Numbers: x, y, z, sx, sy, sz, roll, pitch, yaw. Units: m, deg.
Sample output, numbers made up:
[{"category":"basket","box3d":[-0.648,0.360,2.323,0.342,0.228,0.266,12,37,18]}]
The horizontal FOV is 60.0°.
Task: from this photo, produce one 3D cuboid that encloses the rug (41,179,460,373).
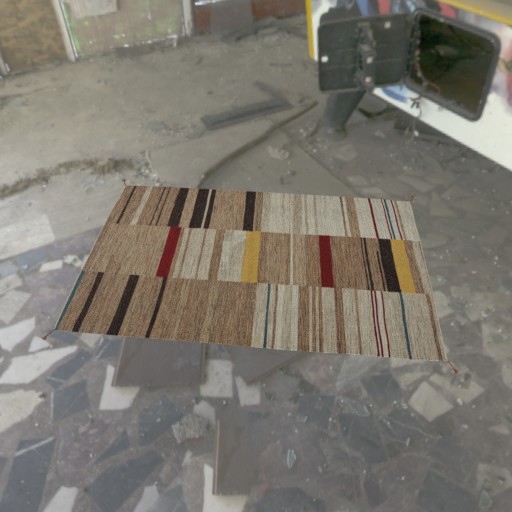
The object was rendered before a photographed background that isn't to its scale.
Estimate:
[{"category":"rug","box3d":[0.000,0.000,2.416,1.918,0.007,1.268,4,45,4]}]
